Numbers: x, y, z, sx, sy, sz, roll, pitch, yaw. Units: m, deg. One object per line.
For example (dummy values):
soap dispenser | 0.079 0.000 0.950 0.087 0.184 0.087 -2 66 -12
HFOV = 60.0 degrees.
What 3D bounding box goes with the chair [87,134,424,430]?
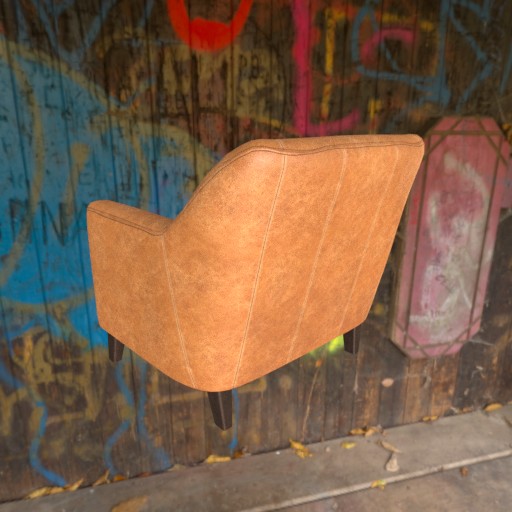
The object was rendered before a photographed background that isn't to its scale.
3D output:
chair | 0.000 0.000 1.827 1.037 0.980 1.034 -15 23 -41
